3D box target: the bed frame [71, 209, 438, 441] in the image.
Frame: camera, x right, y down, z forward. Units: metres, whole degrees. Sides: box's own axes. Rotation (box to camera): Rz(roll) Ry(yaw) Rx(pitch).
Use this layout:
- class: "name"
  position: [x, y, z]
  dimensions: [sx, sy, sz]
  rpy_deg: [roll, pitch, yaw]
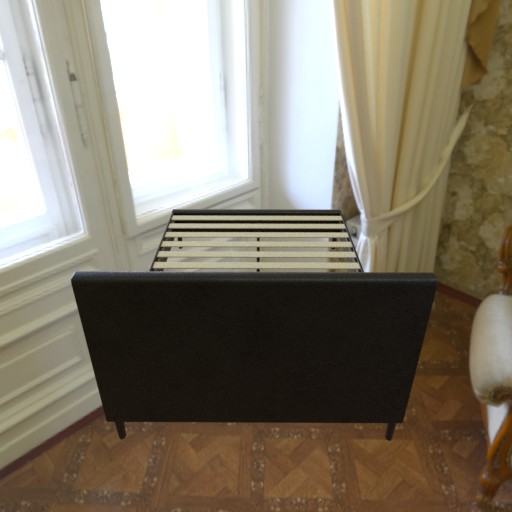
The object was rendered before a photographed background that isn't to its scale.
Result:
- class: "bed frame"
  position: [0.000, 0.000, 3.237]
  dimensions: [1.634, 1.127, 2.318]
  rpy_deg: [0, 31, 0]
